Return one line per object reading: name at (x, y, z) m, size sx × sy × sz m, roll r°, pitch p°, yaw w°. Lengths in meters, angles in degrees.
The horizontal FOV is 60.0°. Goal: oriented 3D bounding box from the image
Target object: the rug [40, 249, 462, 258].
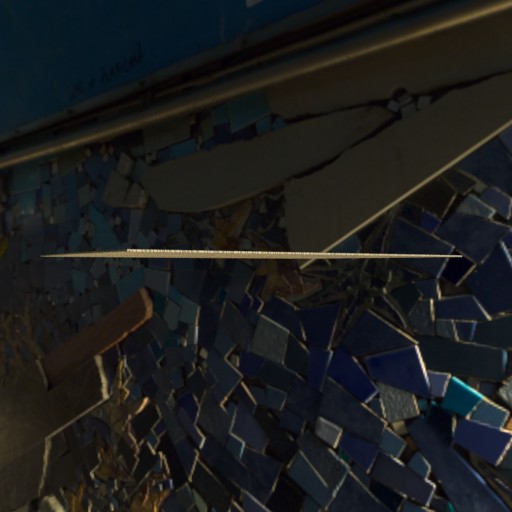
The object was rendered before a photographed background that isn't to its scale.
rug at (0.000, 0.000, 2.851) m, size 2.284 × 0.008 × 1.522 m, roll 1°, pitch -1°, yaw -37°
